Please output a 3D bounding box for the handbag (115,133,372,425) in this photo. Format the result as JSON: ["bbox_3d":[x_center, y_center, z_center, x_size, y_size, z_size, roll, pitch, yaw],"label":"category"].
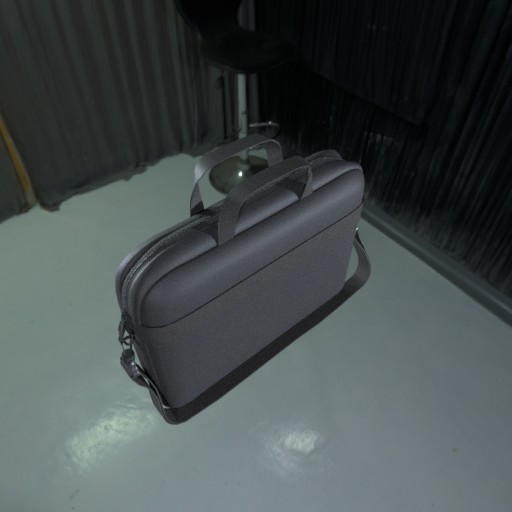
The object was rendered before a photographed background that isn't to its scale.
[{"bbox_3d":[0.000,0.000,0.600,0.429,0.330,0.126,-31,54,-26],"label":"handbag"}]
